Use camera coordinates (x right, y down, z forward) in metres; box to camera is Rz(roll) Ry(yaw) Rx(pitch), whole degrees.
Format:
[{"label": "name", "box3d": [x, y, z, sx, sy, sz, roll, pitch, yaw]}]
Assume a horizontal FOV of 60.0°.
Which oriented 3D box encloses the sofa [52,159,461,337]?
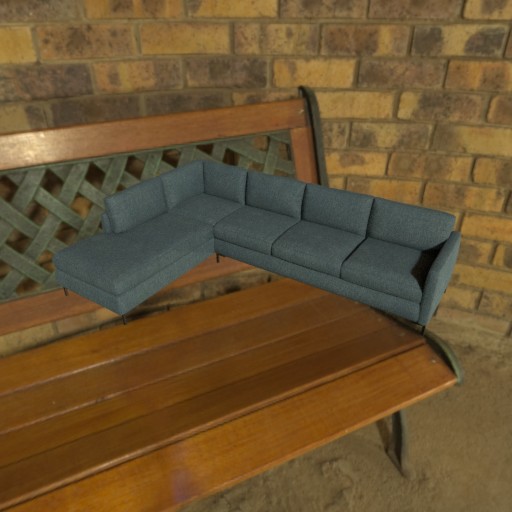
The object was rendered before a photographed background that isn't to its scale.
[{"label": "sofa", "box3d": [0.000, 0.000, 3.834, 2.949, 0.815, 2.007, 18, 35, 28]}]
